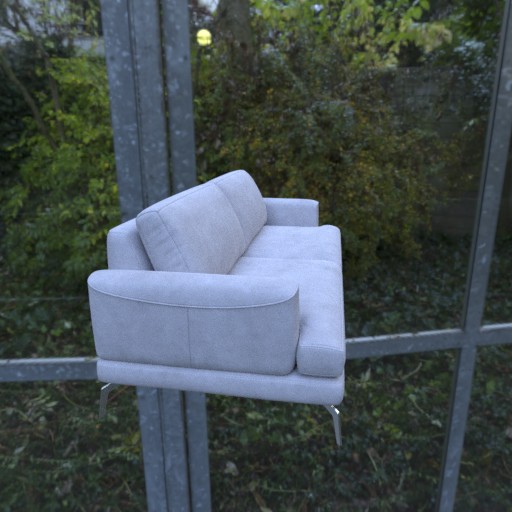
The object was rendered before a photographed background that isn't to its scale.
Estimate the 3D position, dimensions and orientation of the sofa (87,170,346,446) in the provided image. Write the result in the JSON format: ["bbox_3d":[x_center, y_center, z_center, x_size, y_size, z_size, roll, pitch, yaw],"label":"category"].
[{"bbox_3d":[0.000,0.000,2.521,0.980,0.830,2.013,3,16,9],"label":"sofa"}]
